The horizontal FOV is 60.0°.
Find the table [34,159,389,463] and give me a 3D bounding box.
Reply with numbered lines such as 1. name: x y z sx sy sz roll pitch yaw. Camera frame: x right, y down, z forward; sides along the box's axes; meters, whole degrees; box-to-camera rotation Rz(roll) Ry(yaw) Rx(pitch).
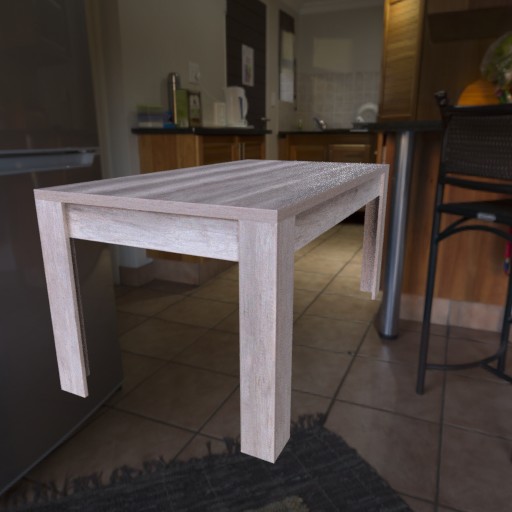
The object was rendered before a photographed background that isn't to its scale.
1. table: 0.000 0.000 2.114 0.900 0.775 1.600 8 18 25
